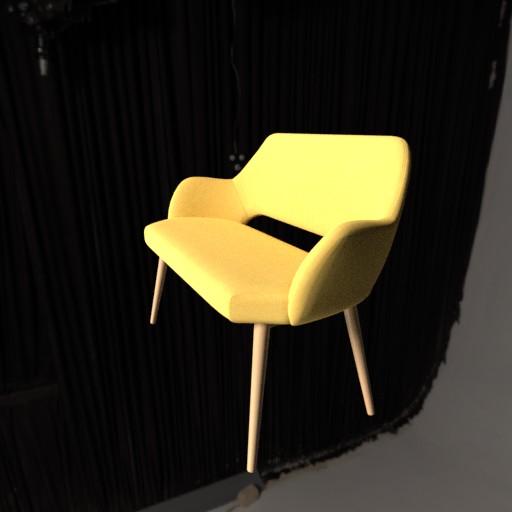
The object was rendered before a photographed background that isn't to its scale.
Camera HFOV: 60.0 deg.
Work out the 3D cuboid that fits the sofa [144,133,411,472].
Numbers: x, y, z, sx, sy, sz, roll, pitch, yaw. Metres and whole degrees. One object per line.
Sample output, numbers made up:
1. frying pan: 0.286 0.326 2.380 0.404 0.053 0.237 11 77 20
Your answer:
1. sofa: 0.000 0.000 1.596 0.610 0.840 1.150 -8 18 -26
